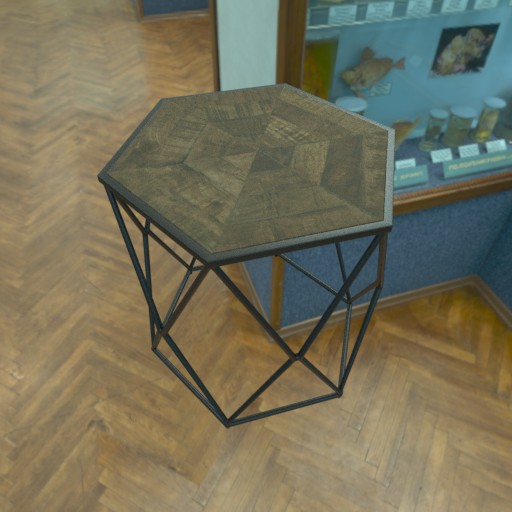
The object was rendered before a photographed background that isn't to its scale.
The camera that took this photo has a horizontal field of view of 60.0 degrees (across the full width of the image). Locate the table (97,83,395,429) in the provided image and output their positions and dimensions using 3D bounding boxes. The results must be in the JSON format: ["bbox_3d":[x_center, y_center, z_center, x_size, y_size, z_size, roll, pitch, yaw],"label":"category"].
[{"bbox_3d":[0.000,0.000,1.030,0.578,0.564,0.579,-11,46,-11],"label":"table"}]
